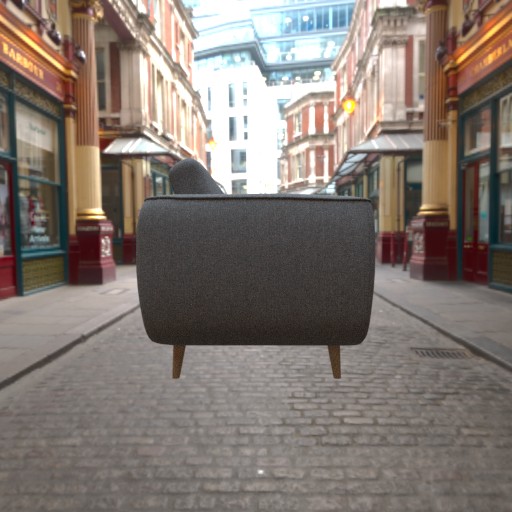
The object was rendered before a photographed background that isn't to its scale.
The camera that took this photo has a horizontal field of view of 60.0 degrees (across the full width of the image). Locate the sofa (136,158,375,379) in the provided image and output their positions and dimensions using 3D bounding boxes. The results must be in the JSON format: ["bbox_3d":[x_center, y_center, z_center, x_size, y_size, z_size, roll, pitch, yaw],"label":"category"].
[{"bbox_3d":[0.000,0.000,2.513,0.920,0.870,2.000,0,3,0],"label":"sofa"}]
